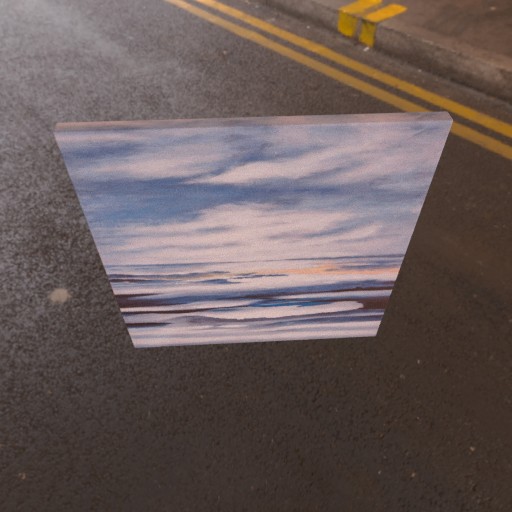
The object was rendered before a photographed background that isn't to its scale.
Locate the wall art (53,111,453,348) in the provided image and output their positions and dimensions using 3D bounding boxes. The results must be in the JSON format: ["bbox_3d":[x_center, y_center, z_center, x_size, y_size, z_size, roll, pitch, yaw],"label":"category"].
[{"bbox_3d":[0.000,0.000,1.107,0.747,0.747,0.035,-2,47,-2],"label":"wall art"}]
